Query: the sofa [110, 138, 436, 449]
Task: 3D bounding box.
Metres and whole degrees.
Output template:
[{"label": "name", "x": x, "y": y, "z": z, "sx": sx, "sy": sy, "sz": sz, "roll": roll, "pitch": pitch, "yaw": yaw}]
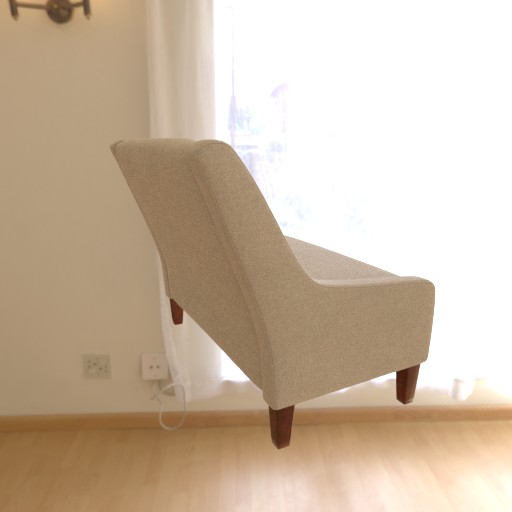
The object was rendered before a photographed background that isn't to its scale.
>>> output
[{"label": "sofa", "x": 0.000, "y": 0.000, "z": 1.902, "sx": 0.946, "sy": 0.976, "sz": 1.212, "roll": -7, "pitch": 16, "yaw": -26}]
